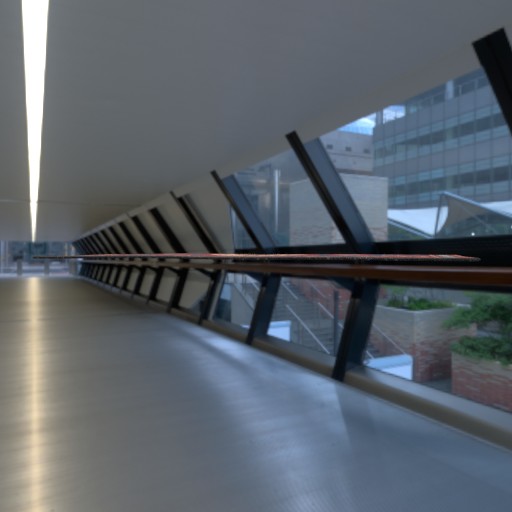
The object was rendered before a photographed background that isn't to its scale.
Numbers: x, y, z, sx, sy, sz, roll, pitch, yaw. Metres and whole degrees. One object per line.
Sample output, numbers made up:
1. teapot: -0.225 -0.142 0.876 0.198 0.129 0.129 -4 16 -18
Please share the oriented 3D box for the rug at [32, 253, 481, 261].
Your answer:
1. rug: 0.000 0.000 3.578 3.032 0.034 1.522 0 1 18
